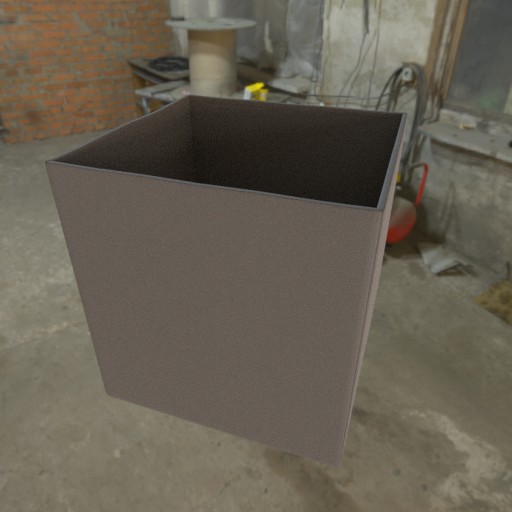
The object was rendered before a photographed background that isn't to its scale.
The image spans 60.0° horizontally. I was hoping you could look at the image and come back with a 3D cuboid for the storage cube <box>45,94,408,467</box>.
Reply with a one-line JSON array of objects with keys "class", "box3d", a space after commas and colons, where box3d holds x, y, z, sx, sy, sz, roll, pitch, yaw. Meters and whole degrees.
[{"class": "storage cube", "box3d": [0.000, 0.000, 0.495, 0.270, 0.280, 0.270, 11, 34, 16]}]
